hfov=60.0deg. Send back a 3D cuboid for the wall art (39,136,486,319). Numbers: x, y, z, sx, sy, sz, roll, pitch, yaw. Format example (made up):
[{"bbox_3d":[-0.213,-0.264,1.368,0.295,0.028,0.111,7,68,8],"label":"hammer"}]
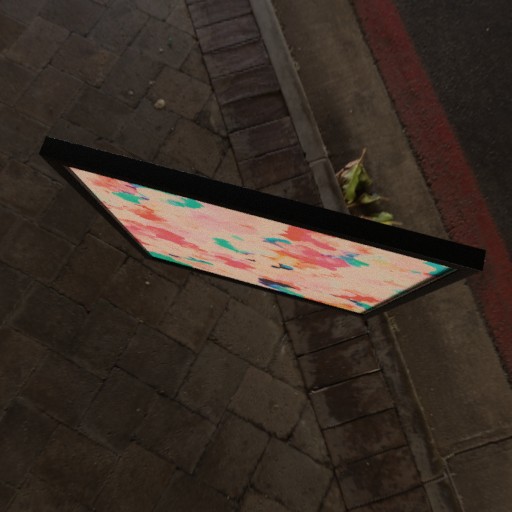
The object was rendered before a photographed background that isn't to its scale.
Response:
[{"bbox_3d":[0.000,0.000,1.098,0.756,0.755,0.036,15,77,4],"label":"wall art"}]
